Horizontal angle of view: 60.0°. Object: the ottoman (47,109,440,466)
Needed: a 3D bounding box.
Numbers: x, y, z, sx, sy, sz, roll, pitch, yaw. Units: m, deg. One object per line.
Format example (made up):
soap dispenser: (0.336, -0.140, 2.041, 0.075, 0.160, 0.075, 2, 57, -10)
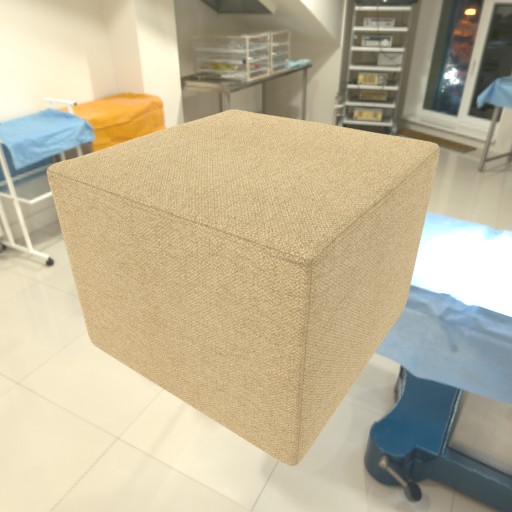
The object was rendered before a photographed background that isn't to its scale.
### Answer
ottoman: (0.000, 0.000, 0.865, 0.508, 0.432, 0.508, 20, 36, 30)
